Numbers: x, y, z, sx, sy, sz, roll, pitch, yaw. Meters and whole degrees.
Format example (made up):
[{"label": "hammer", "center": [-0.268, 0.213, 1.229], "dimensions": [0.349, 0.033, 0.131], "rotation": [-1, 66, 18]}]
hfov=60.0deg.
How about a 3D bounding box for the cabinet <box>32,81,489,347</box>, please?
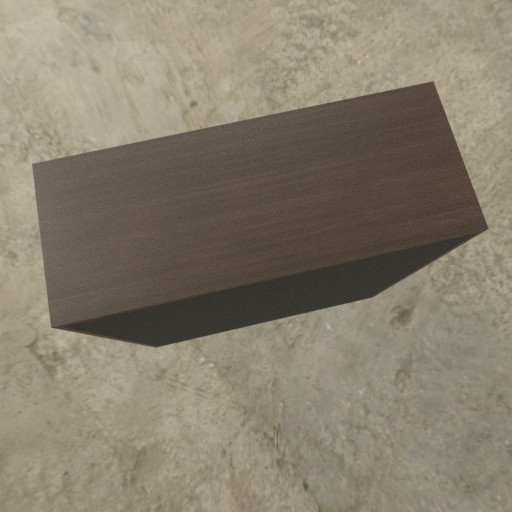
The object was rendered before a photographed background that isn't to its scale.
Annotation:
[{"label": "cabinet", "center": [0.000, 0.000, 1.610], "dimensions": [1.010, 1.170, 0.400], "rotation": [-13, 76, -3]}]
